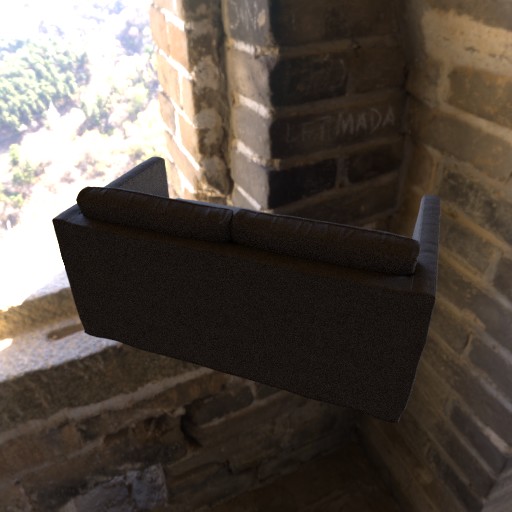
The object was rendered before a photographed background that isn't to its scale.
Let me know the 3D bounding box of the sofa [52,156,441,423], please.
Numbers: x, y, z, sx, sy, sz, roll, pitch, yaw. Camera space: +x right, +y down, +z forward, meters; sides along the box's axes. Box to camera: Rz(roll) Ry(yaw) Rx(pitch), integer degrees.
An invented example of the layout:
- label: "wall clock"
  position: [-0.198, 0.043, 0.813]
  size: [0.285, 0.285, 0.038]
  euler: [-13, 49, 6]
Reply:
- label: "sofa"
  position: [0.000, 0.000, 2.411]
  size: [1.802, 0.854, 0.974]
  euler: [11, 34, 17]
